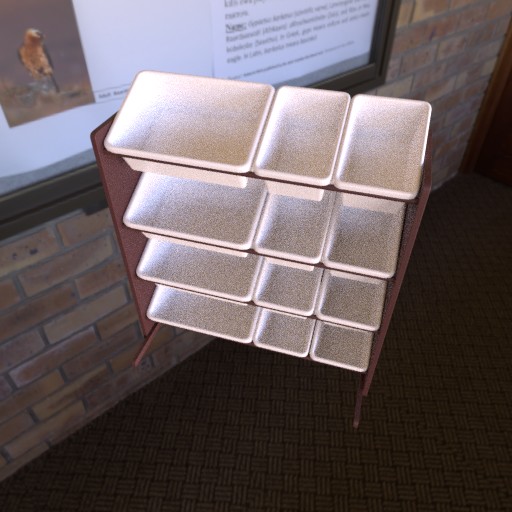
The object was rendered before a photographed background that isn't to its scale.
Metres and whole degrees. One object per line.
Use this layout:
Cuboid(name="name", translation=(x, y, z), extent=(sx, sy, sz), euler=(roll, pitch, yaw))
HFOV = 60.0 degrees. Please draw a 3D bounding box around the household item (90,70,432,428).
Cuboid(name="household item", translation=(0.000, 0.000, 1.268), extent=(0.787, 0.864, 0.389), euler=(11, 43, 12))
